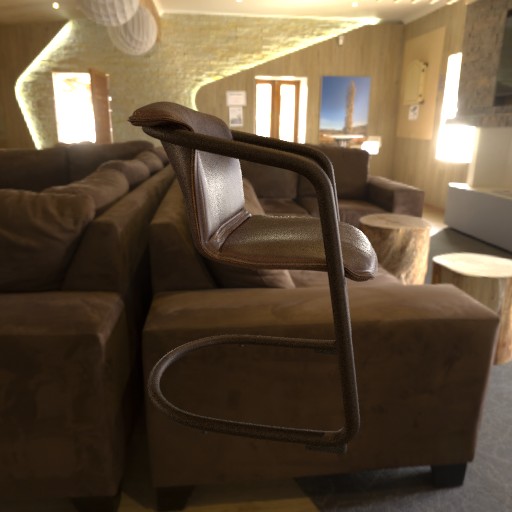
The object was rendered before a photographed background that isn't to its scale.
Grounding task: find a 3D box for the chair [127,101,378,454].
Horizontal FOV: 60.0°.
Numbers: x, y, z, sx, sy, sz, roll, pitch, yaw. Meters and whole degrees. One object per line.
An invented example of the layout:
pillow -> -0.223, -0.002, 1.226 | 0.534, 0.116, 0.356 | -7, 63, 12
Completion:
chair -> 0.000, 0.000, 1.263 | 0.664, 0.836, 0.536 | 3, 16, 9
